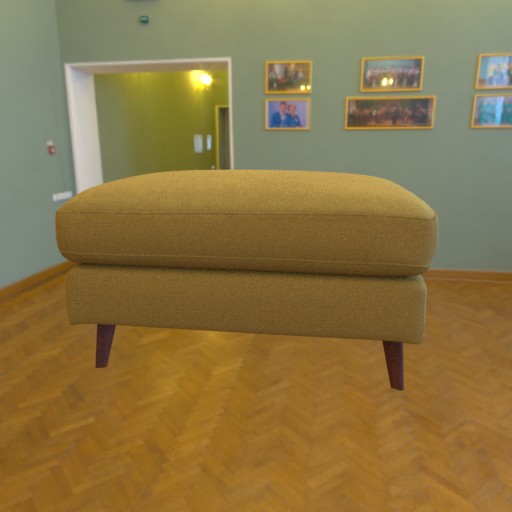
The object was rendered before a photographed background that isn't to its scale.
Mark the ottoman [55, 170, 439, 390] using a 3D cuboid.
[{"bbox_3d":[0.000,0.000,1.189,0.811,0.449,0.608,2,14,8],"label":"ottoman"}]
